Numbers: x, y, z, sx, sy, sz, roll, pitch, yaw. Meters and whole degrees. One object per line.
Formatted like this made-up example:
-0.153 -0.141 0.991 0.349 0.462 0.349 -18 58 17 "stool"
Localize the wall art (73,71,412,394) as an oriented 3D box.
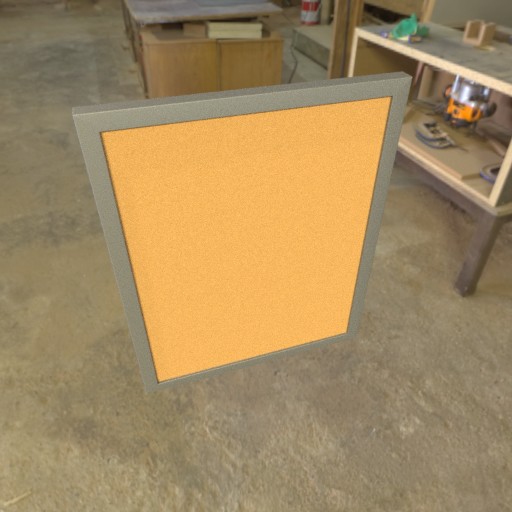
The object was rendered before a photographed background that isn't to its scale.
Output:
0.000 0.000 0.757 0.458 0.558 0.029 -12 40 -14 "wall art"
